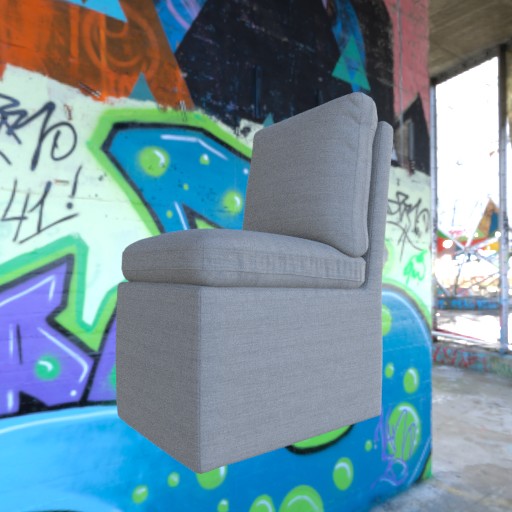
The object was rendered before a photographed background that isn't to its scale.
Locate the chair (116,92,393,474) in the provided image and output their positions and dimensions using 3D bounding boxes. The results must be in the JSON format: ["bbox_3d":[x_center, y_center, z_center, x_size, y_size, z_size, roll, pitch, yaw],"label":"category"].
[{"bbox_3d":[0.000,0.000,1.300,0.698,0.927,0.503,1,-2,-38],"label":"chair"}]
